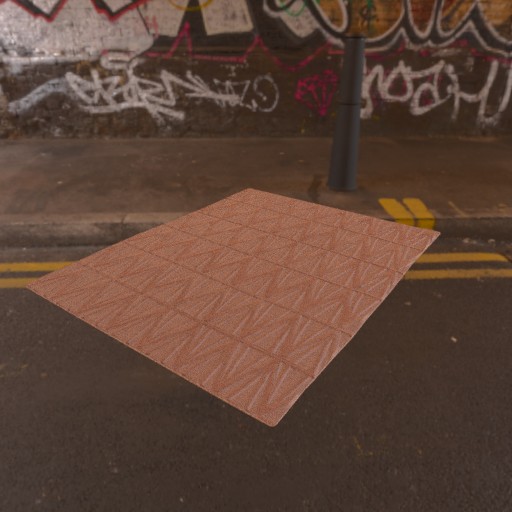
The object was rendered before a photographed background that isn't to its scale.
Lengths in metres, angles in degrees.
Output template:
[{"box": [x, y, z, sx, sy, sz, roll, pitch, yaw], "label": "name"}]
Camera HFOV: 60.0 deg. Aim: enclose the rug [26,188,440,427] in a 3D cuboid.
[{"box": [0.000, 0.000, 4.056, 2.453, 0.043, 3.052, 18, 32, 32], "label": "rug"}]
